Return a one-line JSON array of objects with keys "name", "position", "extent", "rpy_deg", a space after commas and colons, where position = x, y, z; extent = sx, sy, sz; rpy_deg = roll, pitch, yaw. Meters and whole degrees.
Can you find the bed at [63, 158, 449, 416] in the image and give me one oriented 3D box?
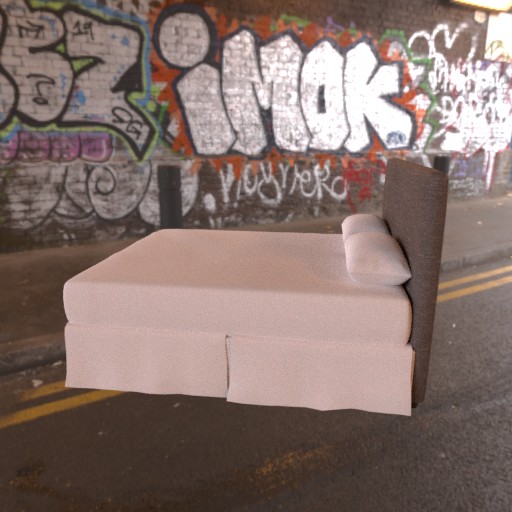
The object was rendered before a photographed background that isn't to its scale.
[{"name": "bed", "position": [0.000, 0.000, 3.169], "extent": [2.142, 1.330, 1.723], "rpy_deg": [2, 15, 9]}]
